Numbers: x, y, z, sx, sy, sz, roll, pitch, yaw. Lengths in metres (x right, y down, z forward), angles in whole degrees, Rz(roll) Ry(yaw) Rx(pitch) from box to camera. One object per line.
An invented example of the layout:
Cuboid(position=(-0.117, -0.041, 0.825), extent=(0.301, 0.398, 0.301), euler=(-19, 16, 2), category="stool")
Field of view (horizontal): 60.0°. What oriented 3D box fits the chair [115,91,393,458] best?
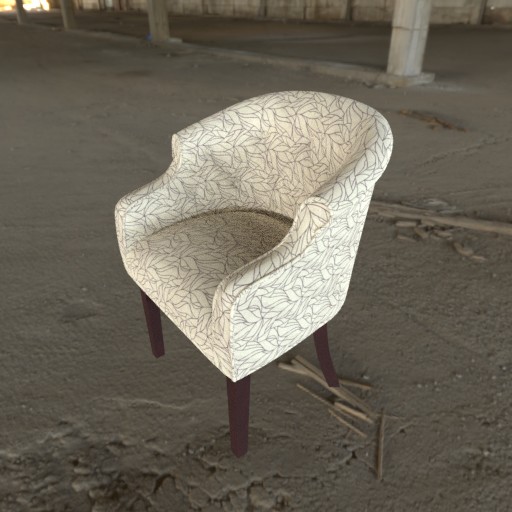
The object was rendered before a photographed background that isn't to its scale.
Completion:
Cuboid(position=(0.000, 0.000, 1.311), extent=(0.613, 0.858, 0.686), euler=(-21, 36, -32), category="chair")
